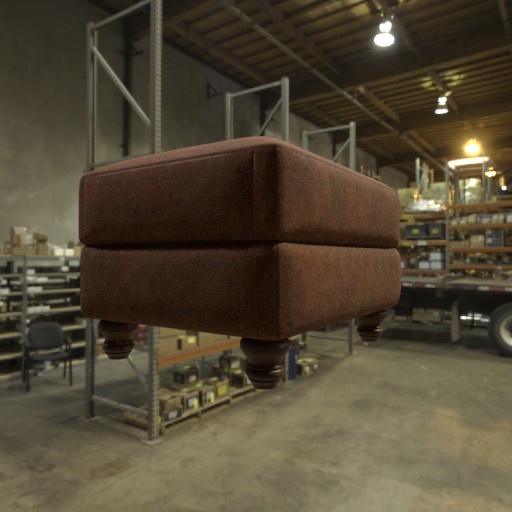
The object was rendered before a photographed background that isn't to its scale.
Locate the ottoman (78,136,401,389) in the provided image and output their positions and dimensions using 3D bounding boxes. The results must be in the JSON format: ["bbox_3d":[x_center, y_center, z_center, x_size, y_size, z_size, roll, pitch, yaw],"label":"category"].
[{"bbox_3d":[0.000,0.000,1.223,0.635,0.508,0.787,0,0,34],"label":"ottoman"}]
